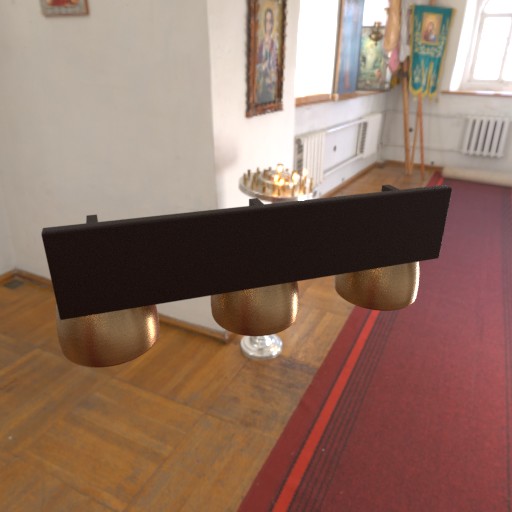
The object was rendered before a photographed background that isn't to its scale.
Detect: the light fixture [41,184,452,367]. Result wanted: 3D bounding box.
[{"bbox_3d":[0.000,0.000,0.666,0.582,0.204,0.157,-8,26,-17],"label":"light fixture"}]
